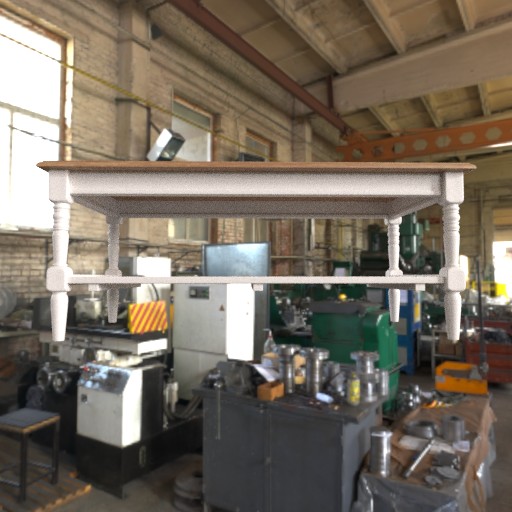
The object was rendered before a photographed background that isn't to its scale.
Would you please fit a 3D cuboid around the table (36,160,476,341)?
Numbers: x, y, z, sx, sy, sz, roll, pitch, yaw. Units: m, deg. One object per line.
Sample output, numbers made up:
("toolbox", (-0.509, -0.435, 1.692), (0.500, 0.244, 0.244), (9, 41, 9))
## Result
("table", (0.000, 0.000, 1.392), (1.118, 0.458, 0.559), (0, -3, -1))
